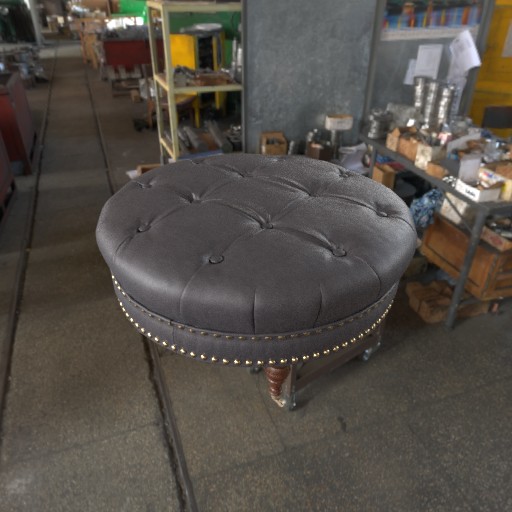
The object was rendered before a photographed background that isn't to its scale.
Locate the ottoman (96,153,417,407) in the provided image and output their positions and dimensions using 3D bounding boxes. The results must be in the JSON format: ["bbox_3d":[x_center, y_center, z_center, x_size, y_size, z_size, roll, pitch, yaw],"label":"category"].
[{"bbox_3d":[0.000,0.000,1.372,0.901,0.439,0.901,0,32,0],"label":"ottoman"}]
